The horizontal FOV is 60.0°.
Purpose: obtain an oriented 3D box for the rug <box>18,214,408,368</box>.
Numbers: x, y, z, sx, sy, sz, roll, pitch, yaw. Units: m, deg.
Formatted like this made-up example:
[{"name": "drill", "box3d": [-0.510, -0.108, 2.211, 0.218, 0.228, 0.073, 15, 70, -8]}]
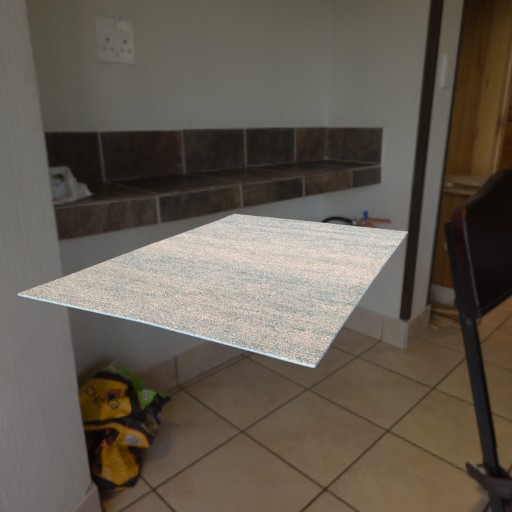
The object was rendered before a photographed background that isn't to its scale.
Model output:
[{"name": "rug", "box3d": [0.000, 0.000, 2.933, 1.613, 0.030, 2.306, 8, 19, 25]}]
